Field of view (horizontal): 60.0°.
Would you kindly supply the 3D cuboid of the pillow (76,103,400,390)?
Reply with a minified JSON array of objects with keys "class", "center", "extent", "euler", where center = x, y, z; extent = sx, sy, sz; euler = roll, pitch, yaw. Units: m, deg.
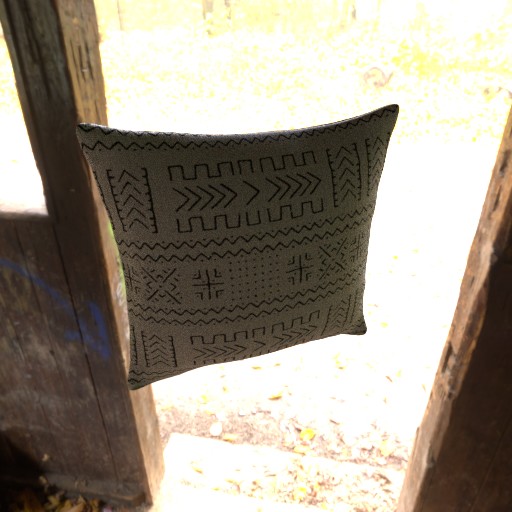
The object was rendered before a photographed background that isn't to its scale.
[{"class":"pillow","center":[0.000,0.000,0.672],"extent":[0.438,0.430,0.164],"euler":[-9,32,-16]}]
